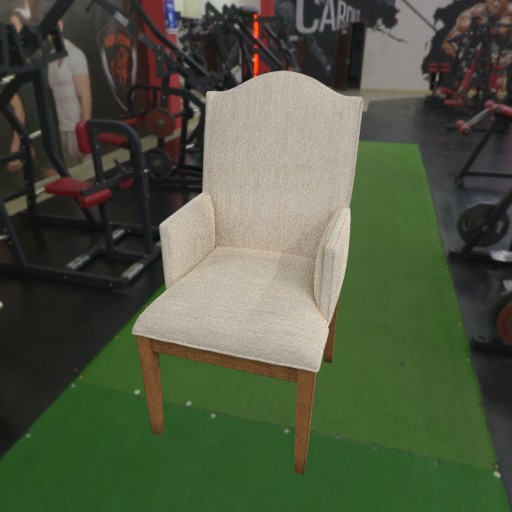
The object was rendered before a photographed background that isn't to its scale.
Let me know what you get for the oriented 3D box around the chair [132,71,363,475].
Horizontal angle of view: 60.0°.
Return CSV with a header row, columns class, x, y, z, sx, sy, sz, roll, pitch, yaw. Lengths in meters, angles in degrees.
class,x,y,z,sx,sy,sz,roll,pitch,yaw
chair,0.000,0.000,1.364,0.533,1.016,0.641,8,28,16
